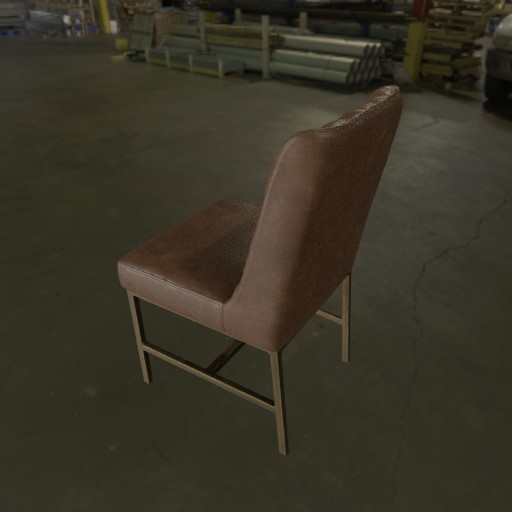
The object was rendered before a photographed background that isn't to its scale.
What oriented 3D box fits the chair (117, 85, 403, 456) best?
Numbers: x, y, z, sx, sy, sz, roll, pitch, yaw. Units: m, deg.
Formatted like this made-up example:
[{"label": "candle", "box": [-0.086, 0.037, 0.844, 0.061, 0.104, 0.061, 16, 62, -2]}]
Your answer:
[{"label": "chair", "box": [0.000, 0.000, 1.228, 0.587, 0.889, 0.508, 19, 37, 28]}]
